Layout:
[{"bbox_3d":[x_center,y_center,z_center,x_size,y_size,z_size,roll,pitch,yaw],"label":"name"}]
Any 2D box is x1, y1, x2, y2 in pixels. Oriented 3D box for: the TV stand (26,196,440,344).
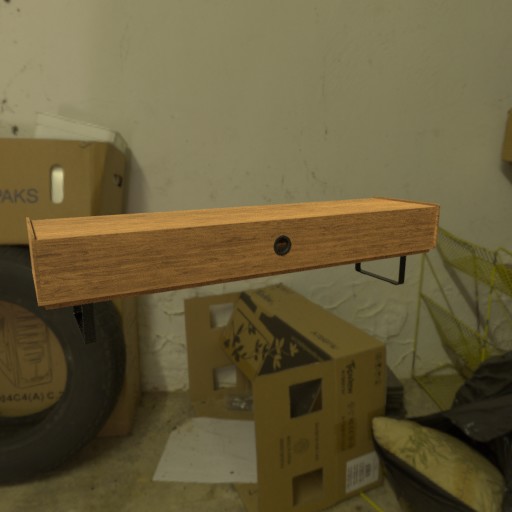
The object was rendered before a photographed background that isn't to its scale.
[{"bbox_3d":[0.000,0.000,1.998,1.796,0.415,0.467,-7,15,-27],"label":"TV stand"}]
